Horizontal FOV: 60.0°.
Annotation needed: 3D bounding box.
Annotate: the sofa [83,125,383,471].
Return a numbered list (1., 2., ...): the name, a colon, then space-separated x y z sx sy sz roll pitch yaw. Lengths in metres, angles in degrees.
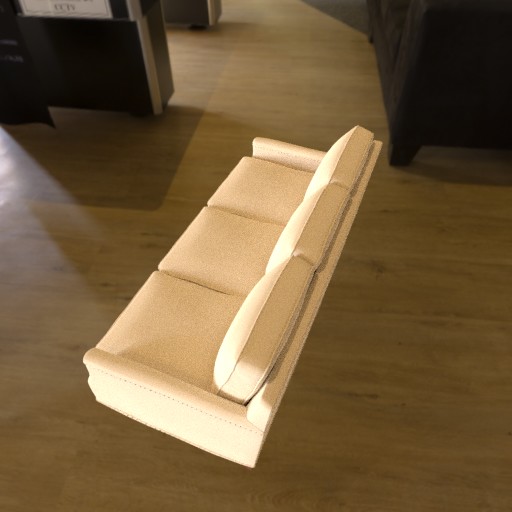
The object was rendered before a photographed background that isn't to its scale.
1. sofa: 0.000 0.000 2.868 1.084 1.003 2.246 17 49 16
